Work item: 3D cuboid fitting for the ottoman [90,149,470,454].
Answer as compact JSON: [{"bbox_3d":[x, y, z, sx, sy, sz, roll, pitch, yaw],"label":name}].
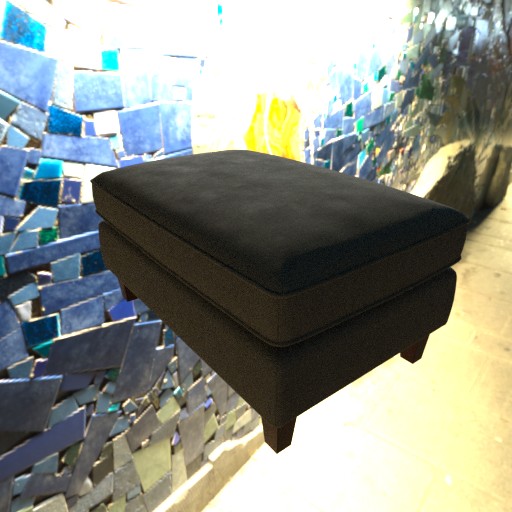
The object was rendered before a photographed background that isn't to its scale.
[{"bbox_3d":[0.000,0.000,1.298,0.636,0.480,0.941,-18,31,-34],"label":"ottoman"}]
